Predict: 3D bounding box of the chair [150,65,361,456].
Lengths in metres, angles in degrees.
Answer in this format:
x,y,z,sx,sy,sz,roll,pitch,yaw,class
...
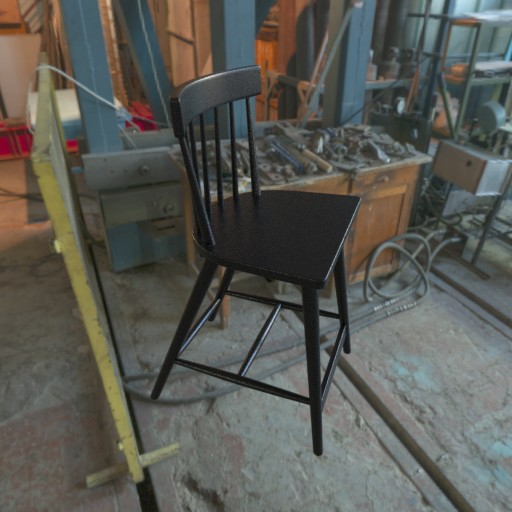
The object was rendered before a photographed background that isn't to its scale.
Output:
x,y,z,sx,sy,sz,roll,pitch,yaw,class
0.000,0.000,1.277,0.572,0.952,0.483,11,33,18,chair
